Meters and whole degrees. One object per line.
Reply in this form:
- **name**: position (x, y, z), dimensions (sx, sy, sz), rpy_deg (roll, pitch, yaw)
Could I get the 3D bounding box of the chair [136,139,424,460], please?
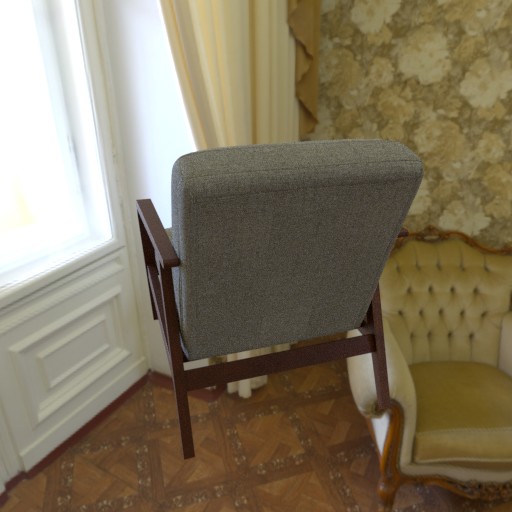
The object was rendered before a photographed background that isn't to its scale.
- **chair**: position (0.000, 0.000, 1.479), dimensions (0.704, 0.847, 0.858), rpy_deg (-8, 25, -16)
